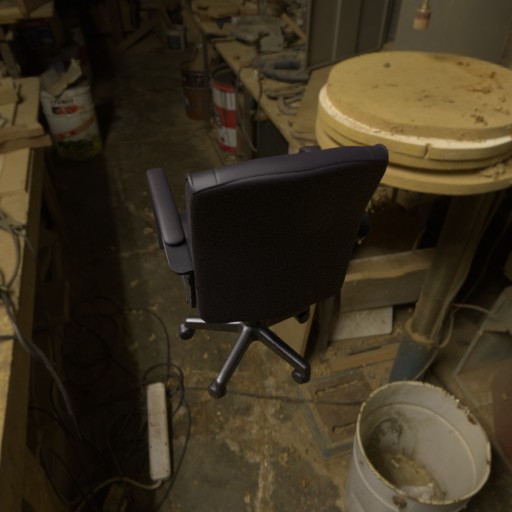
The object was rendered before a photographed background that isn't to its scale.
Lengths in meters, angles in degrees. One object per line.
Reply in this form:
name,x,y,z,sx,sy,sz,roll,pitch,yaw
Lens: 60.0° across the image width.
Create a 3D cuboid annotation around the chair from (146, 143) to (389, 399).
chair,0.000,0.000,1.409,0.576,0.998,0.641,-11,43,-13
